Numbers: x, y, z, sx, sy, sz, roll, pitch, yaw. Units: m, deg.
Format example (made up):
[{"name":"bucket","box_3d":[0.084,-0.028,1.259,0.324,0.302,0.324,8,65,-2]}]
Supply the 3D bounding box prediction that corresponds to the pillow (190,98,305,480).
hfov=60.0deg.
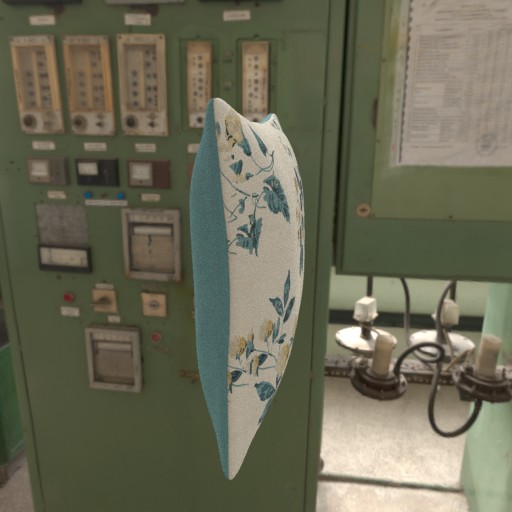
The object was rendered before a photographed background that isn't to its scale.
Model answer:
[{"name":"pillow","box_3d":[0.000,0.000,0.798,0.166,0.507,0.526,3,16,9]}]
